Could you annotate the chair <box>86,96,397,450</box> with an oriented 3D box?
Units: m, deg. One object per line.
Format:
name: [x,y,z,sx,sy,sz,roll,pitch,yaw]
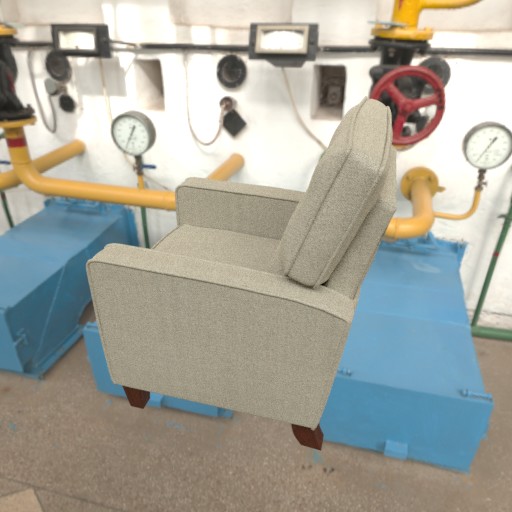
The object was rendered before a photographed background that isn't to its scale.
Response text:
chair: [0.000,0.000,1.368,0.754,0.888,0.648,8,31,13]
